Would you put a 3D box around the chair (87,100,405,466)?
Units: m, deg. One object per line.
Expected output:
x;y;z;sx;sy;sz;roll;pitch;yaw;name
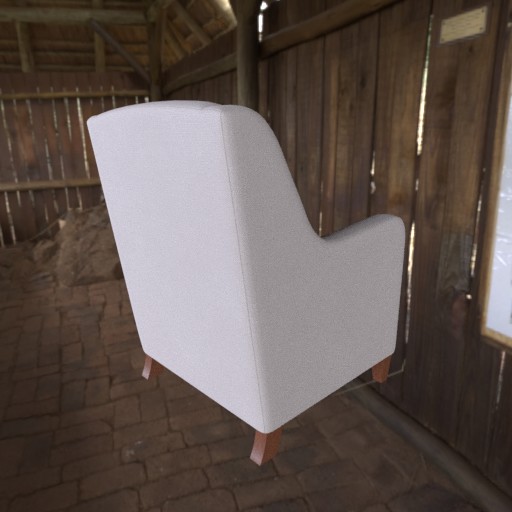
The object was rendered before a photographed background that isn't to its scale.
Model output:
0.000;0.000;1.588;0.863;1.010;0.715;-14;20;-41;chair
